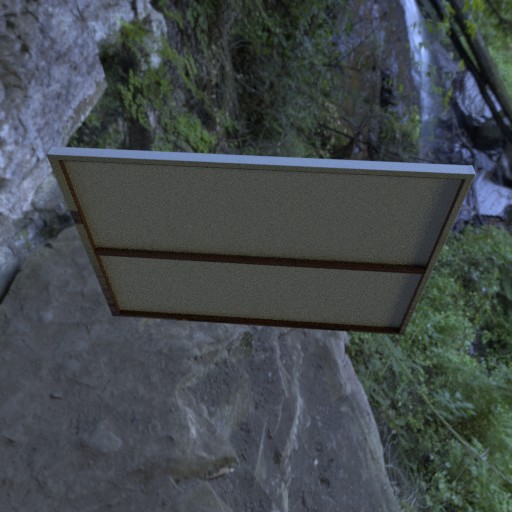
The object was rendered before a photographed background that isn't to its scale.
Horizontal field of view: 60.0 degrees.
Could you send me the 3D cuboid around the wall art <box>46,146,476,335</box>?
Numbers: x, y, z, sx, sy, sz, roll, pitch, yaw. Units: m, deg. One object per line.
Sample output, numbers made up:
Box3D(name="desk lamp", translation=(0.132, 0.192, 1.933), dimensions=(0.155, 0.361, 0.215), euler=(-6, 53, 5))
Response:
Box3D(name="wall art", translation=(0.000, 0.000, 1.474), dimensions=(1.149, 0.765, 0.040), euler=(3, 47, 3))
